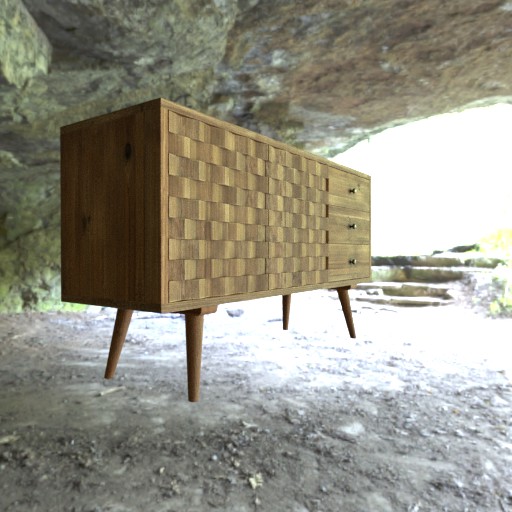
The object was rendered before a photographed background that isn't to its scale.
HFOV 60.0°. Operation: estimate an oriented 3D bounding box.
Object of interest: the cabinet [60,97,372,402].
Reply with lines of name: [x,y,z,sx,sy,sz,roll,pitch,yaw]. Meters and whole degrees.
cabinet: [0.000,0.000,1.791,0.472,0.800,1.400,0,1,36]
